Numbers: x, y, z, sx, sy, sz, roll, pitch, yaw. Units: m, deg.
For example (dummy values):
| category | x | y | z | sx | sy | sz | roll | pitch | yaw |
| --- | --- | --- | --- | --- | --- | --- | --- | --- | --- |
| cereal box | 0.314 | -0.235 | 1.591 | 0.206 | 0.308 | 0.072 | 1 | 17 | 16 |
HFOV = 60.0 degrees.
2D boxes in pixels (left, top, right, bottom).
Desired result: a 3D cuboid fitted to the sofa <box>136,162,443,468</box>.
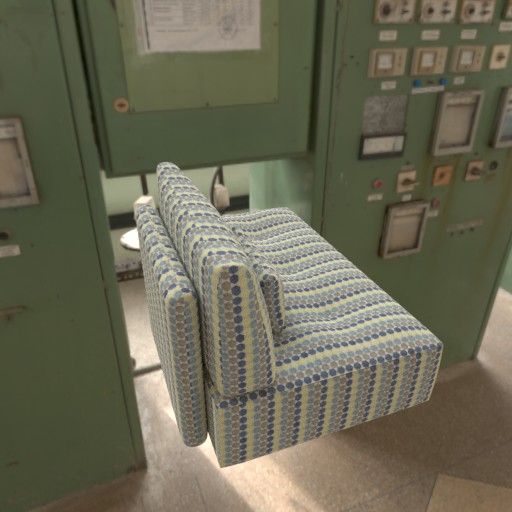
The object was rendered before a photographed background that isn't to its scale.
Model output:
| category | x | y | z | sx | sy | sz | roll | pitch | yaw |
| --- | --- | --- | --- | --- | --- | --- | --- | --- | --- |
| sofa | 0.000 | 0.000 | 2.036 | 1.000 | 0.820 | 1.450 | -10 | 30 | -18 |
